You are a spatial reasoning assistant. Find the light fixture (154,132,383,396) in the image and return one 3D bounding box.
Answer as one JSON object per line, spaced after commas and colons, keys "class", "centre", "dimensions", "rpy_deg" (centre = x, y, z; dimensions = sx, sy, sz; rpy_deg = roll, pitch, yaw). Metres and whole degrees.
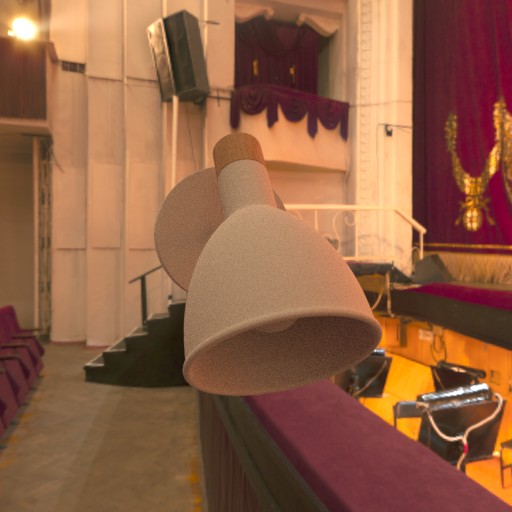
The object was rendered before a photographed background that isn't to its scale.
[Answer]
{"class": "light fixture", "centre": [0.000, 0.000, 0.323], "dimensions": [0.127, 0.199, 0.209], "rpy_deg": [0, 0, -18]}
